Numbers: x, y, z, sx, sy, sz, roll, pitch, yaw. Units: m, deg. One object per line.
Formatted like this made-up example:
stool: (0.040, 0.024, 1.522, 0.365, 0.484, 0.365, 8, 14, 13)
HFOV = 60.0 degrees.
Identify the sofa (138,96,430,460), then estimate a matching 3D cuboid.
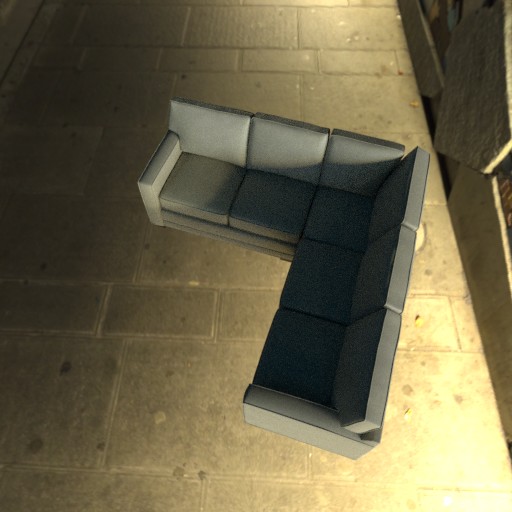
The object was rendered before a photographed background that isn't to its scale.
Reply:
sofa: (0.000, 0.000, 3.361, 2.188, 0.936, 2.211, 15, 60, 9)
